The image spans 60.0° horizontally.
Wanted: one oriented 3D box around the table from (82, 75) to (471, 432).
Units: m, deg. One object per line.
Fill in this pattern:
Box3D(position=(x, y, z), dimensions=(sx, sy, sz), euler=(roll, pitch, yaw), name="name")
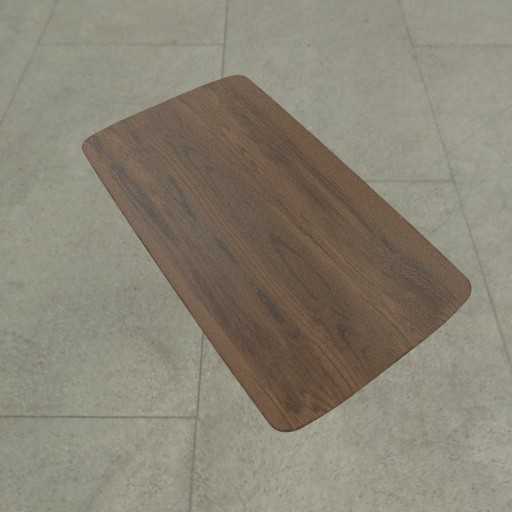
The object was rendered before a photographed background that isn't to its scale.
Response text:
Box3D(position=(0.000, 0.000, 2.194), dimensions=(0.949, 0.765, 1.643), euler=(-31, 63, -18), name="table")
